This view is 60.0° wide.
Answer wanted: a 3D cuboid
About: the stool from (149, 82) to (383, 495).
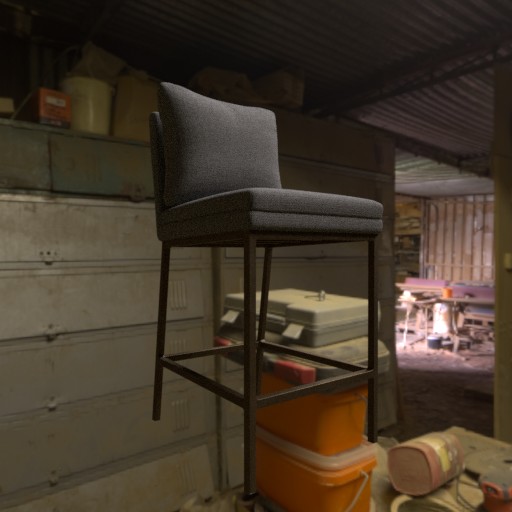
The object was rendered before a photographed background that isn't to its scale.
[{"bbox_3d":[0.000,0.000,1.305,0.463,1.031,0.569,-1,1,-37],"label":"stool"}]
